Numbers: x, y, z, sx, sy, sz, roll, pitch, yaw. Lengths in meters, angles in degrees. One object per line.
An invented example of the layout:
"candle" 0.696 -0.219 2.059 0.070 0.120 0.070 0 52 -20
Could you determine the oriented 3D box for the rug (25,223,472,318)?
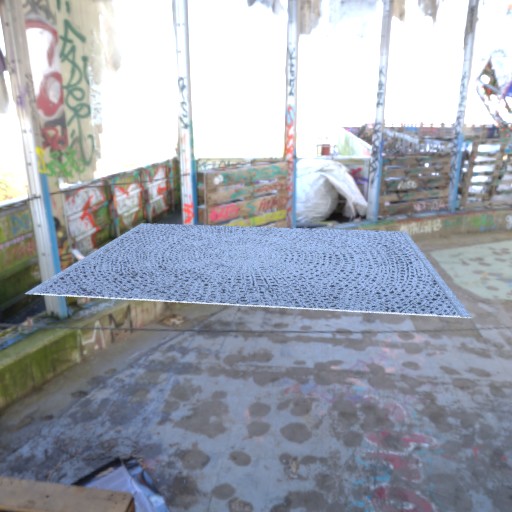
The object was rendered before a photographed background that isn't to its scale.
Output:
"rug" 0.000 0.000 2.163 1.634 0.003 1.190 2 18 7
